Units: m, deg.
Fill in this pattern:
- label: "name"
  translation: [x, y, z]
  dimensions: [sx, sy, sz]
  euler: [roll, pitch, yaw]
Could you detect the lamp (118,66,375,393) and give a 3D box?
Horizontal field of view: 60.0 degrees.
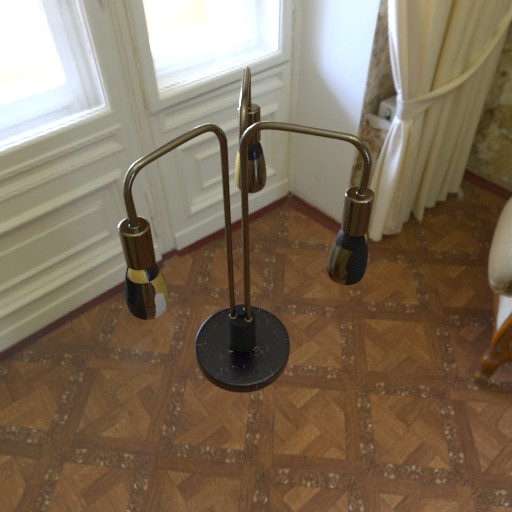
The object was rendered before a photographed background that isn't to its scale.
- label: "lamp"
  translation: [0.000, 0.000, 0.787]
  dimensions: [0.355, 0.560, 0.368]
  euler: [3, 46, 3]
